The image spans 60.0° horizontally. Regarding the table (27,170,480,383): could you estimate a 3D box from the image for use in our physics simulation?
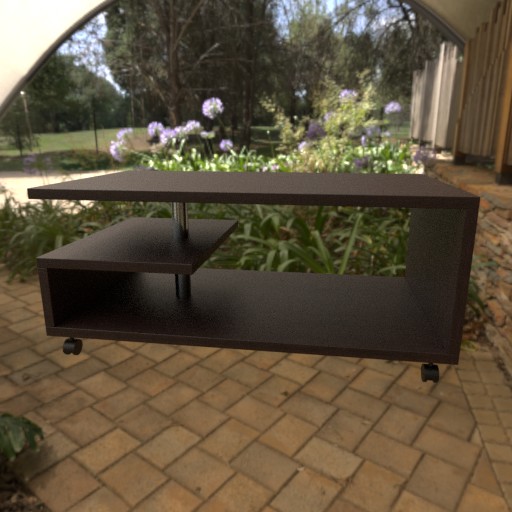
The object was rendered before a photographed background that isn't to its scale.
[{"bbox_3d":[0.000,0.000,1.354,1.050,0.460,0.590,2,15,8],"label":"table"}]
